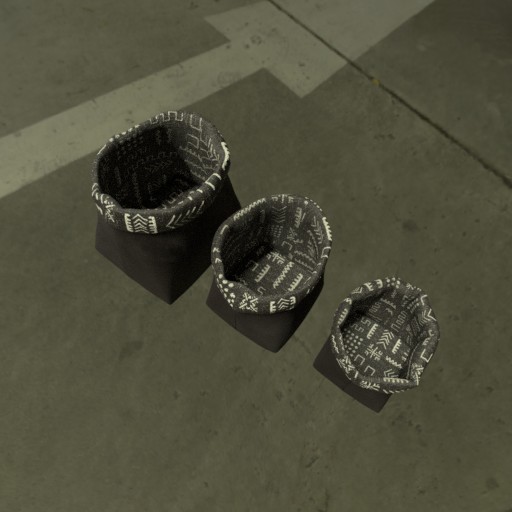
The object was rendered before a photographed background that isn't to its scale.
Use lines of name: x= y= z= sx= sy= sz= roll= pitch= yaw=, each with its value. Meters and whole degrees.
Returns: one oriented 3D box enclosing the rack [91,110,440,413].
rack: x=0.000 y=0.000 z=1.085 sx=0.905 sy=0.323 sz=0.379 roll=32 pitch=64 yaw=18
